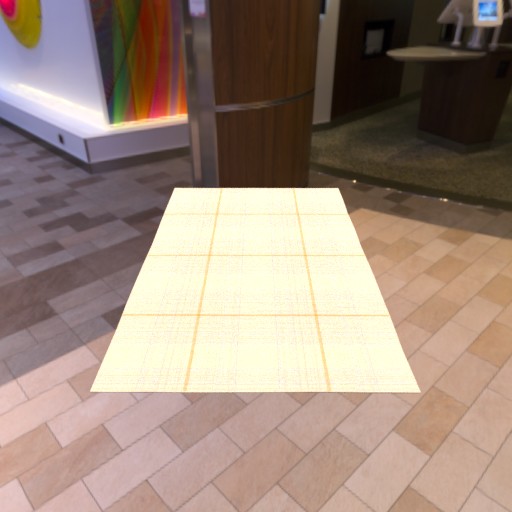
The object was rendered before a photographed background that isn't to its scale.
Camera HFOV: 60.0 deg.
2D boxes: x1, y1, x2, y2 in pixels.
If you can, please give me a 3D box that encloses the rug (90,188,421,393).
[{"bbox_3d":[0.000,0.000,3.087,1.527,0.016,2.442,0,31,0],"label":"rug"}]
